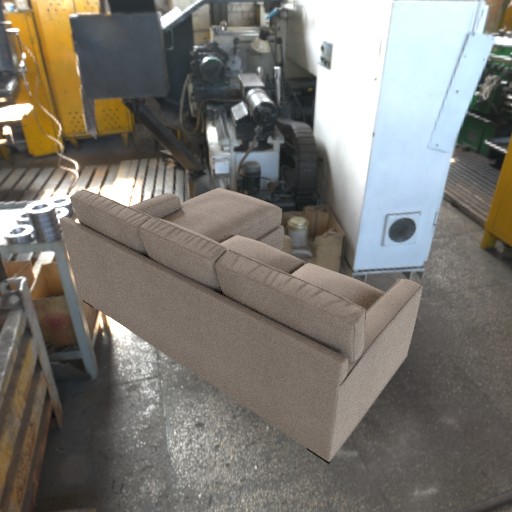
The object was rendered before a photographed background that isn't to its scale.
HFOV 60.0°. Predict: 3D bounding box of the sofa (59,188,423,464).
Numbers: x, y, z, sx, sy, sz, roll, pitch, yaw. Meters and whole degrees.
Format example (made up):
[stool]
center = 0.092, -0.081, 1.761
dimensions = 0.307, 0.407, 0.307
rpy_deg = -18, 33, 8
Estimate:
[sofa]
center = 0.000, 0.000, 2.927
dimensions = 2.087, 0.861, 1.496
rpy_deg = 23, 38, 32
